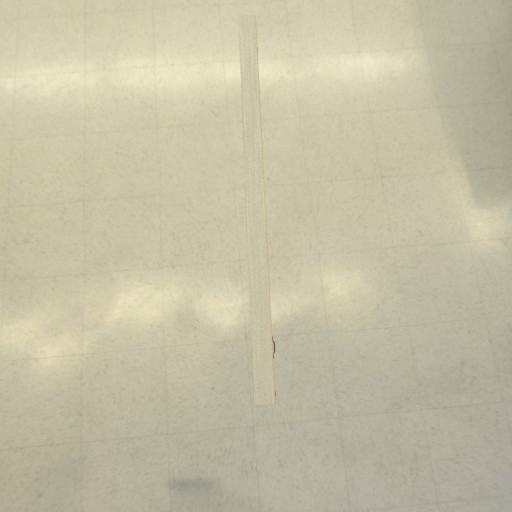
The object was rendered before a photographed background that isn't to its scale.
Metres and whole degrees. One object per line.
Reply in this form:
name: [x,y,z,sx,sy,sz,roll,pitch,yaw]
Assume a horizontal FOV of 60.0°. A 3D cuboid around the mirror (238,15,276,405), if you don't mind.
mirror: [0.000,0.000,1.309,0.040,1.016,0.762,-2,76,-1]
